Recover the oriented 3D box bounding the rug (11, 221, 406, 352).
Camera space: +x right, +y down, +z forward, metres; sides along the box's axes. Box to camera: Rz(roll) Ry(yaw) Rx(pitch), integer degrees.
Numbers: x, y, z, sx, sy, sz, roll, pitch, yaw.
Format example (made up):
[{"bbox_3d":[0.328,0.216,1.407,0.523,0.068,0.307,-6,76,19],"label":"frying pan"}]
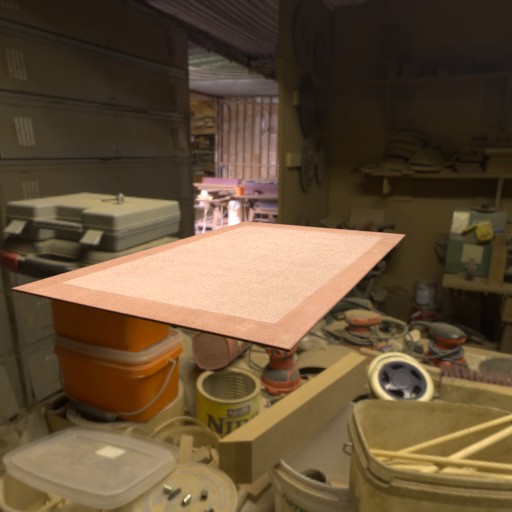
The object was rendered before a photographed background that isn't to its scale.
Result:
[{"bbox_3d":[0.000,0.000,2.942,1.524,0.014,2.438,7,15,27],"label":"rug"}]
